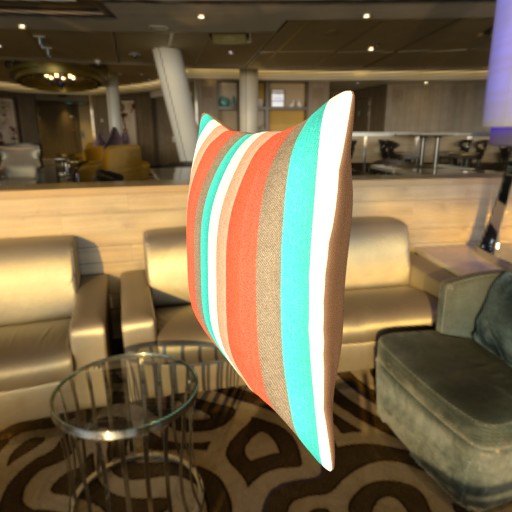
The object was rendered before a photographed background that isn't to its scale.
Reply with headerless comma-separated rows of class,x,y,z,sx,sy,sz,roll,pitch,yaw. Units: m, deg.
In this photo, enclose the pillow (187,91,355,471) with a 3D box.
pillow,0.000,0.000,0.684,0.168,0.443,0.453,-7,17,-24
